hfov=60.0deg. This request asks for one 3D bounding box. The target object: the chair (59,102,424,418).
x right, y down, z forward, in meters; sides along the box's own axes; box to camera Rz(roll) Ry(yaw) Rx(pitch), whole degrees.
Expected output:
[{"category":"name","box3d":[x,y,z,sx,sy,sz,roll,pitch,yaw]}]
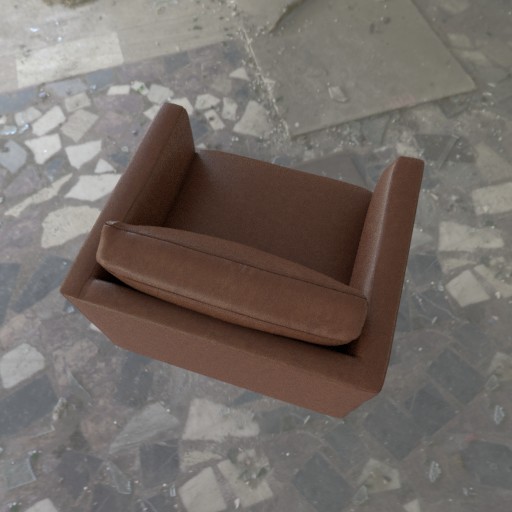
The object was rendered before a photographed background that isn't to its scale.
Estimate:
[{"category":"chair","box3d":[0.000,0.000,1.842,1.107,0.917,0.959,16,65,8]}]
